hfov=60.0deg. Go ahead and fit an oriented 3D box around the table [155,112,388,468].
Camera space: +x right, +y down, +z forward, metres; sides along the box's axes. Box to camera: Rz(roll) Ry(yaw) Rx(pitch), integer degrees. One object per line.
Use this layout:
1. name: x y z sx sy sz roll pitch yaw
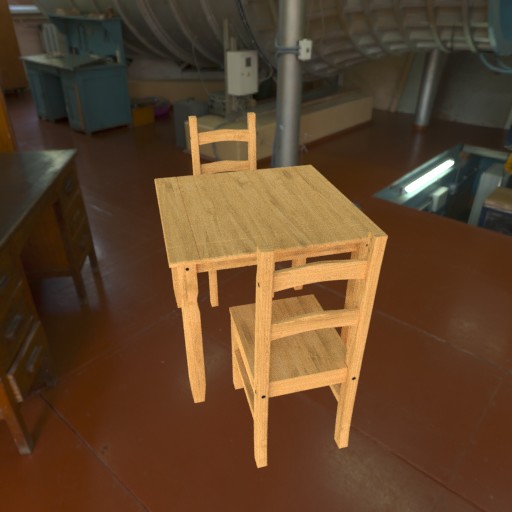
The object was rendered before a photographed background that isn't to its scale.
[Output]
1. table: 0.000 0.000 2.047 0.813 0.942 1.501 -8 32 -12
